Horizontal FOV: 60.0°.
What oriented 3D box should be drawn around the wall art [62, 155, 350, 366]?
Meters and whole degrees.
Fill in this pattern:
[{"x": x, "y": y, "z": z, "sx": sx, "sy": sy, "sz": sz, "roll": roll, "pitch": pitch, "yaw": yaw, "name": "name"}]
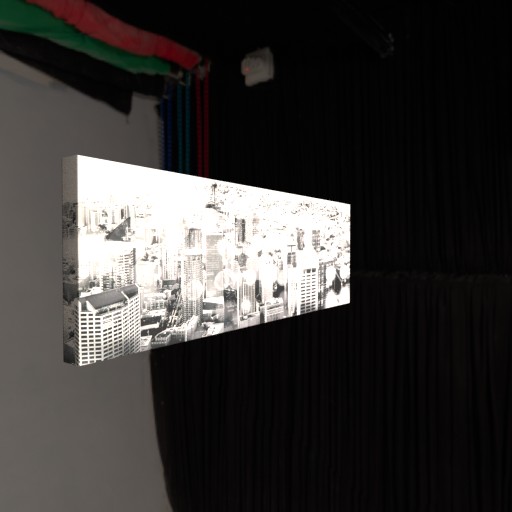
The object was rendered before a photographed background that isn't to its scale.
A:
[{"x": 0.000, "y": 0.000, "z": 0.849, "sx": 0.038, "sy": 0.255, "sz": 0.763, "roll": 1, "pitch": 1, "yaw": 37, "name": "wall art"}]
